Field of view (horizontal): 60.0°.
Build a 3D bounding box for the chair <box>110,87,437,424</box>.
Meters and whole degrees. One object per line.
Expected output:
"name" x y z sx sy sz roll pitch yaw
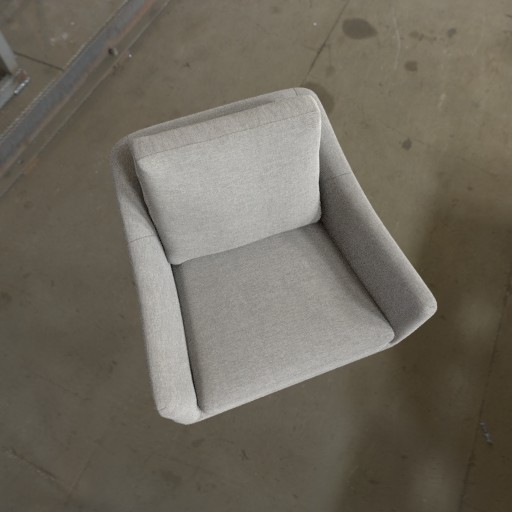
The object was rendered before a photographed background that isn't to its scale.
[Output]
"chair" 0.000 0.000 1.727 0.986 0.902 0.961 -18 65 -9
